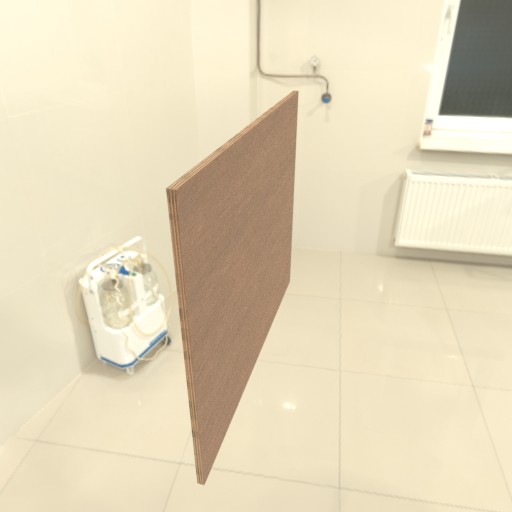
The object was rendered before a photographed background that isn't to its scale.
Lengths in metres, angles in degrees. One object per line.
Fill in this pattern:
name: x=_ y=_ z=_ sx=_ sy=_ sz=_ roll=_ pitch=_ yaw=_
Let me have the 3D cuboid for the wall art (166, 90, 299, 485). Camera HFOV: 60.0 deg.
wall art: x=0.000 y=0.000 z=0.688 sx=0.010 sy=0.408 sz=0.508 roll=8 pitch=31 yaw=14
